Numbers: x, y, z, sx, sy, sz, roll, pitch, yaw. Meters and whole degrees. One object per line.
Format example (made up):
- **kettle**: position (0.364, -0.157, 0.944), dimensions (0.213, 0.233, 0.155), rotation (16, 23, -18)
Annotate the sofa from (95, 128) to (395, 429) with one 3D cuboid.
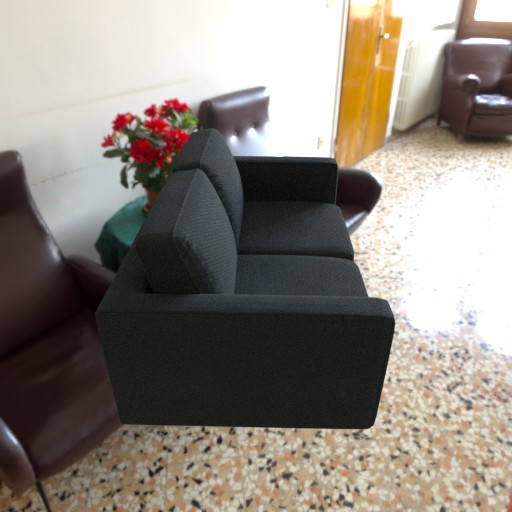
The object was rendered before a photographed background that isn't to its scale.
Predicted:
- **sofa**: position (0.000, 0.000, 2.171), dimensions (0.999, 0.930, 1.518), rotation (1, 32, 1)
